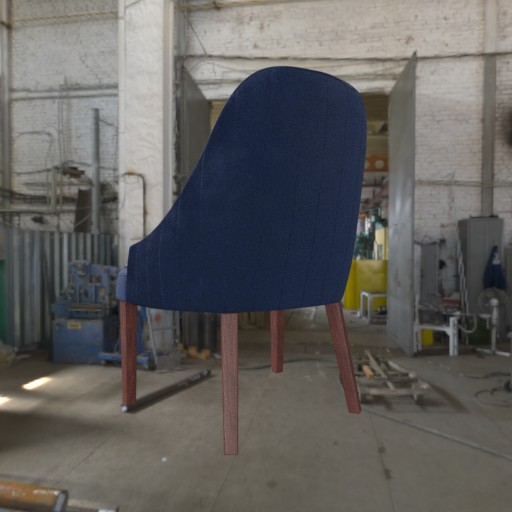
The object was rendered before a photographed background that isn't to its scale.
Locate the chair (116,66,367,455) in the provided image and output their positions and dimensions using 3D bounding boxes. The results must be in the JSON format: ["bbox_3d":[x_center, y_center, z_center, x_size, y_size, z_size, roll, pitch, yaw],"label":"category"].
[{"bbox_3d":[0.000,0.000,1.288,0.643,0.889,0.575,-1,1,-36],"label":"chair"}]
